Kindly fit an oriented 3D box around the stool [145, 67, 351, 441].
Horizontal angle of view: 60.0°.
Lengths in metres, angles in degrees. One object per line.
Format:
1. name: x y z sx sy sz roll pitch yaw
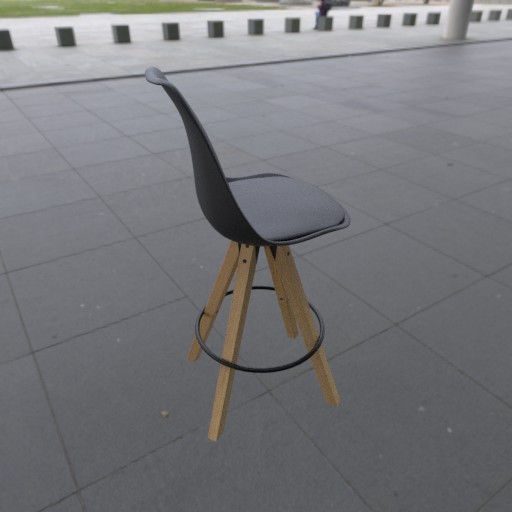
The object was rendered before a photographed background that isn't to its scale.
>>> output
1. stool: 0.000 0.000 1.410 0.550 1.115 0.485 -10 33 -16
